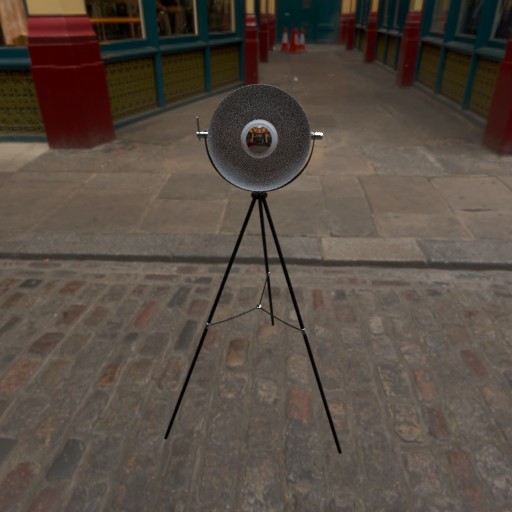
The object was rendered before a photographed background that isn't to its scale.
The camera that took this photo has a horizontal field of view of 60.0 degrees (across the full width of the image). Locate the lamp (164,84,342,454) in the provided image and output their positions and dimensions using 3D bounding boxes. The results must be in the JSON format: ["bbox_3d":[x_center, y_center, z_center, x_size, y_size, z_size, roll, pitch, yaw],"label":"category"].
[{"bbox_3d":[0.000,0.000,2.040,0.817,1.512,0.920,1,29,2],"label":"lamp"}]
